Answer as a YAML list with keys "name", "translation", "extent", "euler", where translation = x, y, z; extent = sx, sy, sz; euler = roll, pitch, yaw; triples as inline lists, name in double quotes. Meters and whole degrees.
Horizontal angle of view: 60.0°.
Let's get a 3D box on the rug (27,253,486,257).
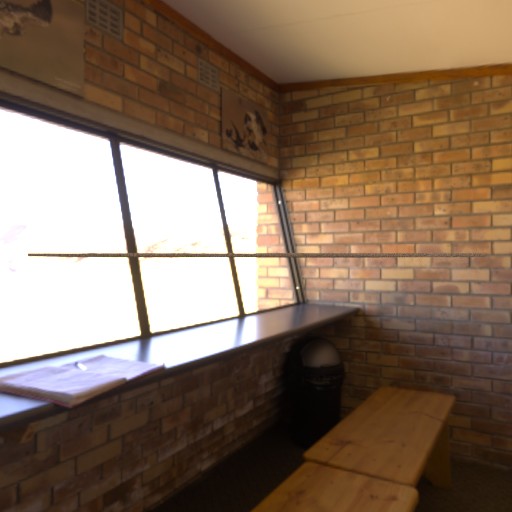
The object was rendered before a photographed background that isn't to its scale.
- name: "rug"
  translation: [0.000, 0.000, 4.094]
  extent: [3.000, 0.025, 2.400]
  euler: [0, 0, -1]
